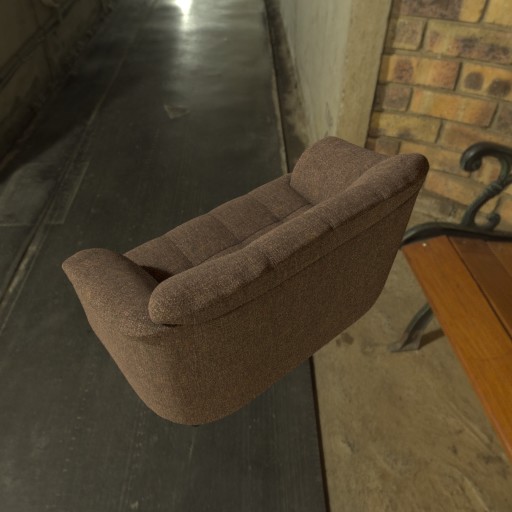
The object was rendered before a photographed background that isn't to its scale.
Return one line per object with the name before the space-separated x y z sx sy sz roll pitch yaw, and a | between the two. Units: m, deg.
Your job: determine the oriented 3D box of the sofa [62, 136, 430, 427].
sofa | 0.000 0.000 1.914 1.404 0.895 0.799 -30 53 -26
